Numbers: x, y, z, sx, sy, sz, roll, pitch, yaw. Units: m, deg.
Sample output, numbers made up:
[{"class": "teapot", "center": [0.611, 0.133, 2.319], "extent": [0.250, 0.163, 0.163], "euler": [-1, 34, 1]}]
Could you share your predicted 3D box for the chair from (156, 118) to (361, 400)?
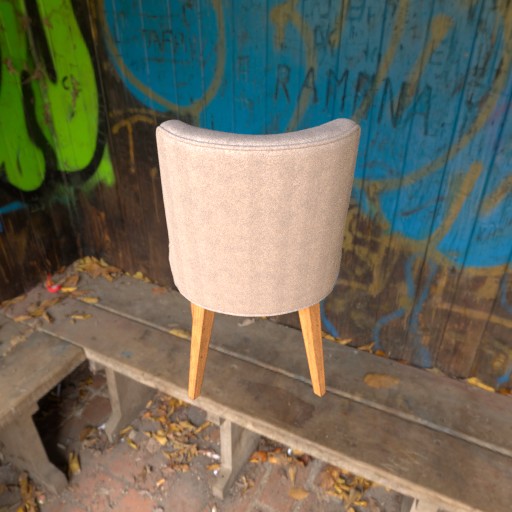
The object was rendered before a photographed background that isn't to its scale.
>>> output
[{"class": "chair", "center": [0.000, 0.000, 1.340], "extent": [0.548, 0.916, 0.636], "euler": [-1, 31, -2]}]
